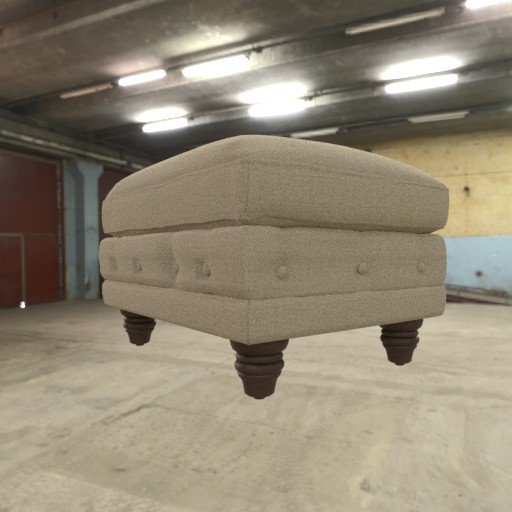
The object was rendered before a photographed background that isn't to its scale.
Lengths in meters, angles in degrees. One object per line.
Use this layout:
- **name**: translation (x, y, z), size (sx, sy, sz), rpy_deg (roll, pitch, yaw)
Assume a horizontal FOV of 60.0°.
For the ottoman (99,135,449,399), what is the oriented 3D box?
- **ottoman**: translation (0.000, 0.000, 1.047), size (0.541, 0.463, 0.684), rpy_deg (0, 0, -36)
